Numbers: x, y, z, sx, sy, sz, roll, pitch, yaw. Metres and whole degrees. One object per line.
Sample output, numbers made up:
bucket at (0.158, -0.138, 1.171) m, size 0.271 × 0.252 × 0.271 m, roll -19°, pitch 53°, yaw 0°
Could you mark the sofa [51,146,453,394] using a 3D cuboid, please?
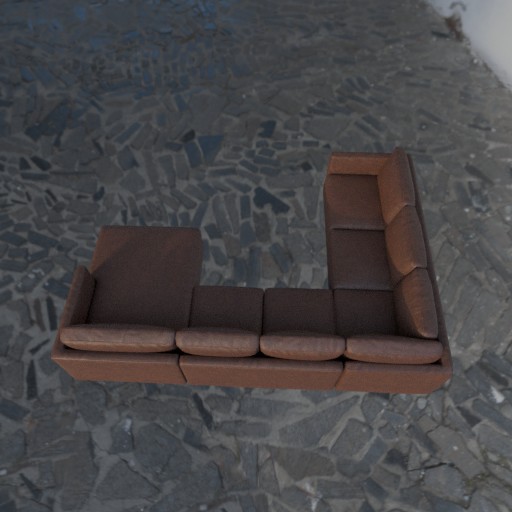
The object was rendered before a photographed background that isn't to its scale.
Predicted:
sofa at (0.000, 0.000, 4.636) m, size 3.460 × 0.923 × 2.593 m, roll 2°, pitch 58°, yaw 1°
